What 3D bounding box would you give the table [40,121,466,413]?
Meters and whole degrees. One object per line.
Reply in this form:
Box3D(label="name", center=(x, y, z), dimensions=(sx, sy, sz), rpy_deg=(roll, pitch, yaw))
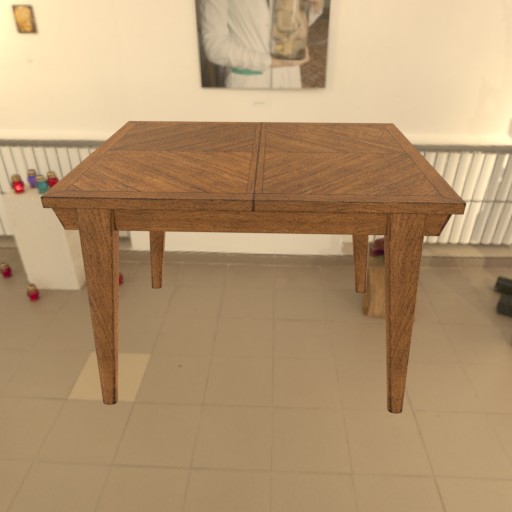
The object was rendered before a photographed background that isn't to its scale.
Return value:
Box3D(label="table", center=(0.000, 0.000, 1.586), dimensions=(1.027, 0.760, 0.757), rpy_deg=(1, 31, 2))
